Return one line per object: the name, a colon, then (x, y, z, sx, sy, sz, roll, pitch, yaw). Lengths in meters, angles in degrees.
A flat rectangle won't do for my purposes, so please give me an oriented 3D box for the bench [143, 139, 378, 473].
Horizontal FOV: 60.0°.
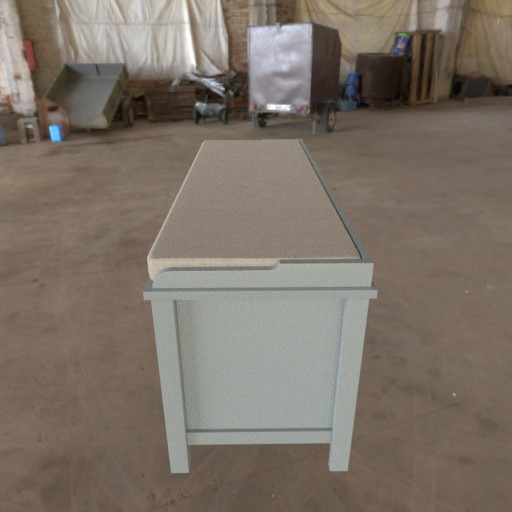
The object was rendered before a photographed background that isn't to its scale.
bench: (0.000, 0.000, 1.352, 0.398, 0.501, 1.140, 0, 25, -1)
